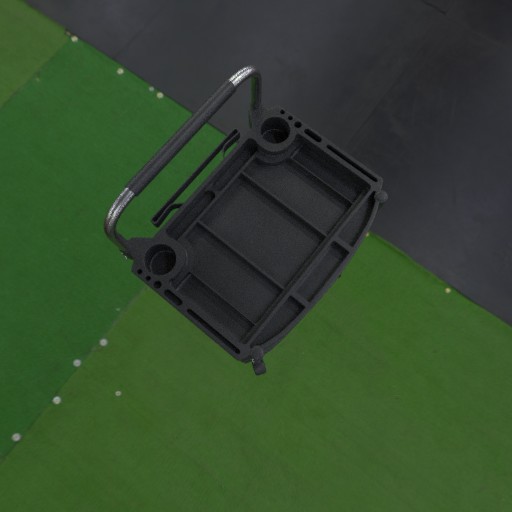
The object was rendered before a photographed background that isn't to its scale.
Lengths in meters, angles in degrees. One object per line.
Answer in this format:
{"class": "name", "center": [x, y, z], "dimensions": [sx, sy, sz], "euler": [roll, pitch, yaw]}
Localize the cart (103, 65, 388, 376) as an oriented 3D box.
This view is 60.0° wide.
{"class": "cart", "center": [0.000, 0.000, 1.398], "dimensions": [0.518, 1.075, 0.584], "euler": [38, 79, 9]}
